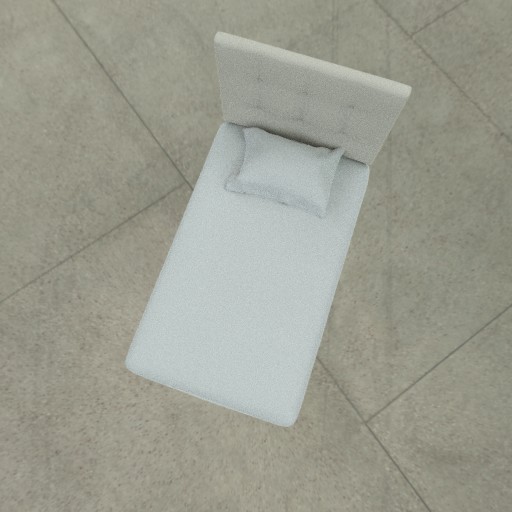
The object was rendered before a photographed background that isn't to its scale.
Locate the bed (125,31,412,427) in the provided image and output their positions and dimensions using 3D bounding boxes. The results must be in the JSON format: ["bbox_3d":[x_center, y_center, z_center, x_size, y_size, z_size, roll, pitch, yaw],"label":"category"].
[{"bbox_3d":[0.000,0.000,2.965,1.261,1.571,1.997,18,76,5],"label":"bed"}]
